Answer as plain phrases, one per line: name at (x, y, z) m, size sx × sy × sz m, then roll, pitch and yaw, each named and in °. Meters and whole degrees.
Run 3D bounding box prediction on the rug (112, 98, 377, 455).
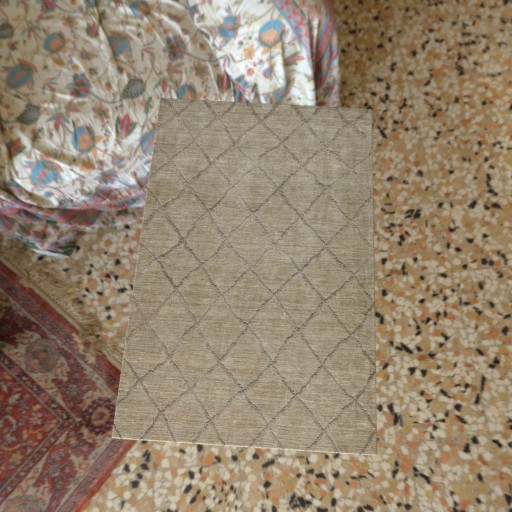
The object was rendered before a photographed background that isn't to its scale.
rug at (0.000, 0.000, 2.858) m, size 1.521 × 0.015 × 2.280 m, roll 3°, pitch 74°, yaw 1°
